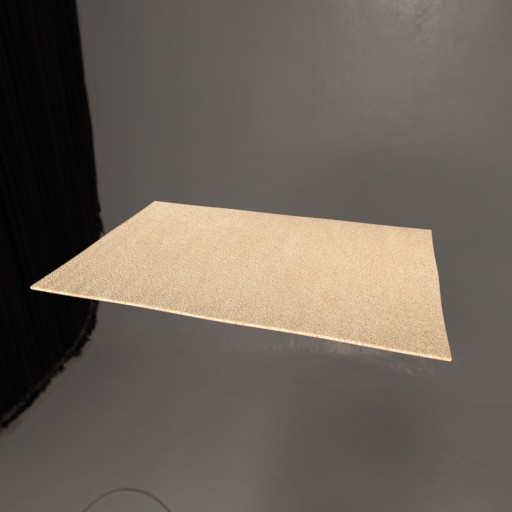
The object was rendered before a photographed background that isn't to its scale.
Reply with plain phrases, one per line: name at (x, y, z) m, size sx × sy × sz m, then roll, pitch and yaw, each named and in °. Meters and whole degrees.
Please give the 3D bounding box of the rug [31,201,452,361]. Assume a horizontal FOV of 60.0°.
rug at (0.000, 0.000, 3.478) m, size 2.699 × 0.025 × 1.800 m, roll 7°, pitch 28°, yaw 14°
